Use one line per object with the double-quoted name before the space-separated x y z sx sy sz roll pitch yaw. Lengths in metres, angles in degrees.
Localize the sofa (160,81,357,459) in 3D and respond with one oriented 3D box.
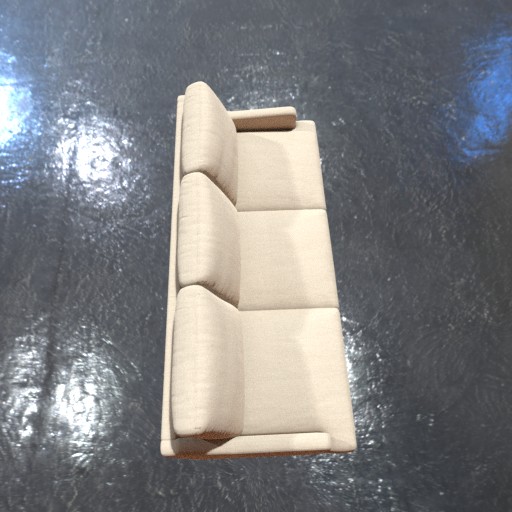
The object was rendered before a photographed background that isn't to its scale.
"sofa" 0.000 0.000 2.814 1.000 0.913 2.321 -2 64 -1
